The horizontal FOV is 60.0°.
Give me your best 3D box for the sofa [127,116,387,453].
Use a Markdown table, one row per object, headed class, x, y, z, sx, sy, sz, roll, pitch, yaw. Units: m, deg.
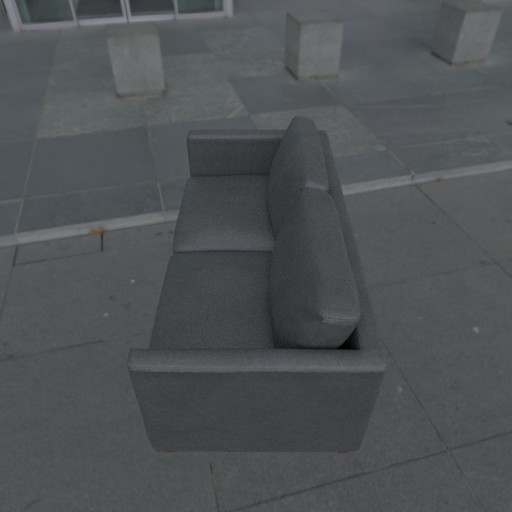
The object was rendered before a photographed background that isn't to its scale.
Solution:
| class | x | y | z | sx | sy | sz | roll | pitch | yaw |
| --- | --- | --- | --- | --- | --- | --- | --- | --- | --- |
| sofa | 0.000 | 0.000 | 2.424 | 0.951 | 0.933 | 1.883 | 0 | 41 | 0 |
